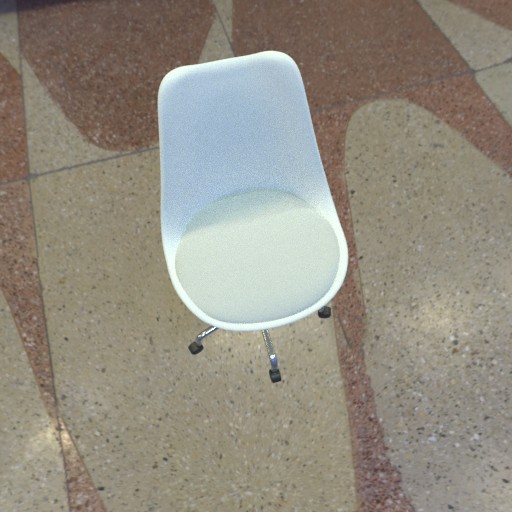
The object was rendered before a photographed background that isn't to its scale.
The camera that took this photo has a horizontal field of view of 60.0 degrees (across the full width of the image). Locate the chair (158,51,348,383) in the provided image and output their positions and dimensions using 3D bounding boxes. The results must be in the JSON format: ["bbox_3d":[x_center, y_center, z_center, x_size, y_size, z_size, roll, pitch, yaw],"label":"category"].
[{"bbox_3d":[0.000,0.000,1.280,0.550,0.930,0.550,-13,63,-7],"label":"chair"}]
